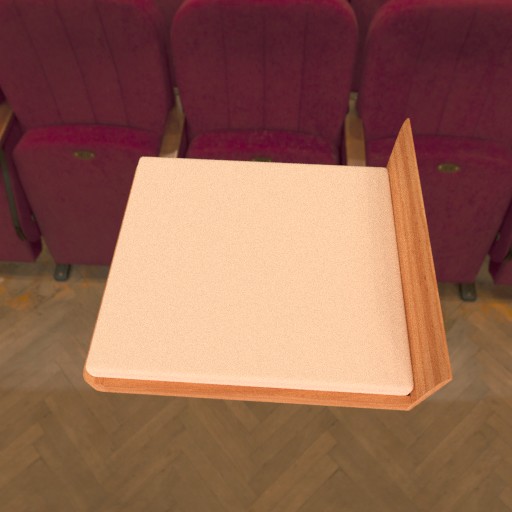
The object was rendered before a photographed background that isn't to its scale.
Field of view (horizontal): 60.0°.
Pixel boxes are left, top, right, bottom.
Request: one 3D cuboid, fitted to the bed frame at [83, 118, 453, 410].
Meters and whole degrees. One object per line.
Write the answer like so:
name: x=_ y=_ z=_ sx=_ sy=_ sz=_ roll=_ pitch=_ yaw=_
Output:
bed frame: x=0.000 y=0.000 z=3.133 sx=2.092 sy=0.940 sz=1.872 roll=3 pitch=59 yaw=2
